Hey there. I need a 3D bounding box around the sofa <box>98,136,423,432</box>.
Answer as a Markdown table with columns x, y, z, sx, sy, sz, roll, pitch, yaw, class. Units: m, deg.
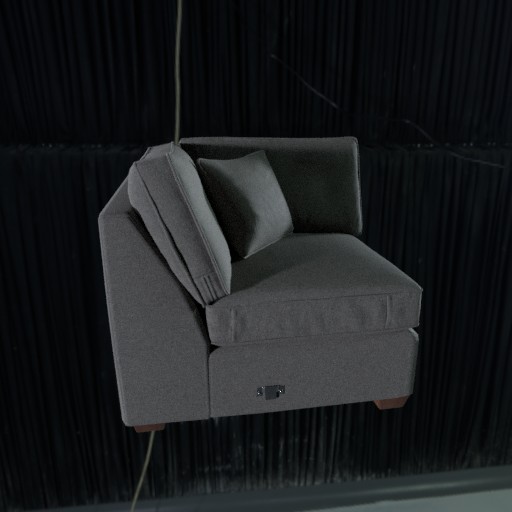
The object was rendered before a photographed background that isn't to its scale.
| x | y | z | sx | sy | sz | roll | pitch | yaw | class |
| --- | --- | --- | --- | --- | --- | --- | --- | --- | --- |
| 0.000 | 0.000 | 1.982 | 1.146 | 1.002 | 1.084 | -3 | 18 | -9 | sofa |
